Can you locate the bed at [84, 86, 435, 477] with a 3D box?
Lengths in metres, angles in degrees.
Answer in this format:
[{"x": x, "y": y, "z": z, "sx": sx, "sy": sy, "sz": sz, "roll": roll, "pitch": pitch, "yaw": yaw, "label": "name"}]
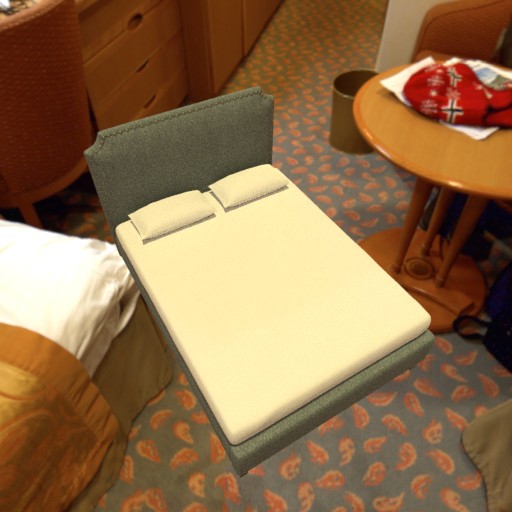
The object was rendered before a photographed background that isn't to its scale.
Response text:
[{"x": 0.000, "y": 0.000, "z": 3.458, "sx": 1.712, "sy": 1.443, "sz": 2.372, "roll": -24, "pitch": 52, "yaw": -20, "label": "bed"}]
